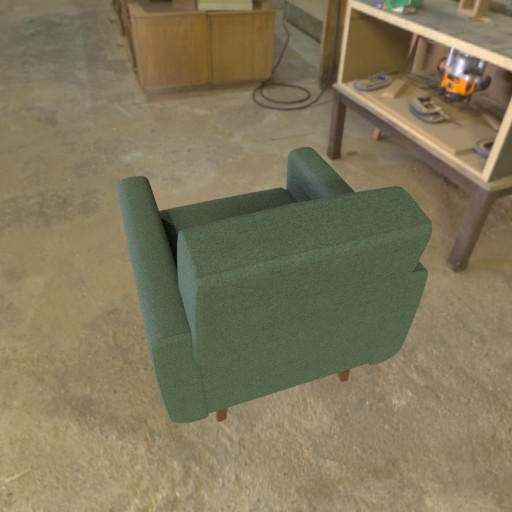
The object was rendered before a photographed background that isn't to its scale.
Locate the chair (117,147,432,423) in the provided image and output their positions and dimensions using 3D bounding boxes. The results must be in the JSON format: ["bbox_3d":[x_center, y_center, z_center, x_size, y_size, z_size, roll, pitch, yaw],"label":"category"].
[{"bbox_3d":[0.000,0.000,1.547,0.831,0.841,0.909,-13,43,-14],"label":"chair"}]
